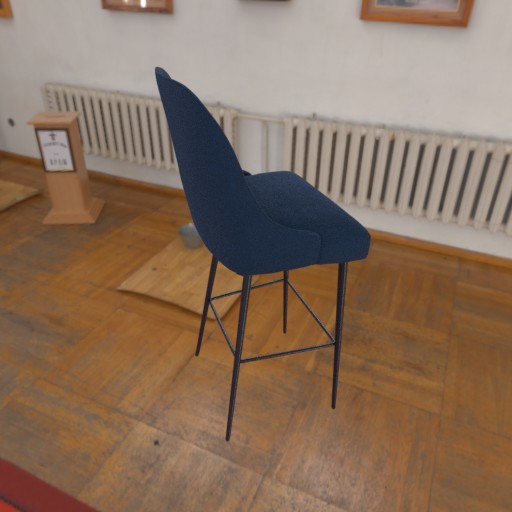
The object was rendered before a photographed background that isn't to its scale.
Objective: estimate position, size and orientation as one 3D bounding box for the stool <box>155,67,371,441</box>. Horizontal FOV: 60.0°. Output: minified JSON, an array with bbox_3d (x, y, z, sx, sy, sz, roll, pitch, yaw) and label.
[{"bbox_3d":[0.000,0.000,1.366,0.489,1.079,0.527,-11,32,-17],"label":"stool"}]
